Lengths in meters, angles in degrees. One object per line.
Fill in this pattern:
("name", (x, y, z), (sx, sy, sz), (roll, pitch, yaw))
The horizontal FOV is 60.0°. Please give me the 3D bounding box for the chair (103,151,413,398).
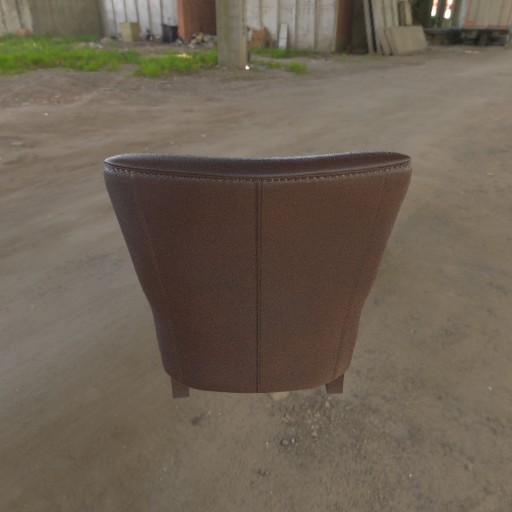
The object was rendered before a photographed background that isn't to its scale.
("chair", (0.000, 0.000, 1.358), (0.700, 0.800, 0.746), (-1, 29, -1))
